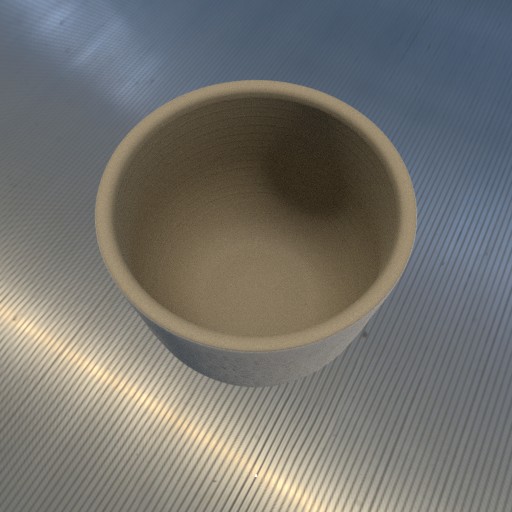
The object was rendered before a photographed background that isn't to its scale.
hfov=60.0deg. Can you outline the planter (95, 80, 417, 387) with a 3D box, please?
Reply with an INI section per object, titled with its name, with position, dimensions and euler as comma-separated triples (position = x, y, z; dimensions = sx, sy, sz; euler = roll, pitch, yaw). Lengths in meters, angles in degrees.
[planter]
position = 0.000, 0.000, 0.221
dimensions = 0.124, 0.109, 0.124
euler = 0, 64, 0
